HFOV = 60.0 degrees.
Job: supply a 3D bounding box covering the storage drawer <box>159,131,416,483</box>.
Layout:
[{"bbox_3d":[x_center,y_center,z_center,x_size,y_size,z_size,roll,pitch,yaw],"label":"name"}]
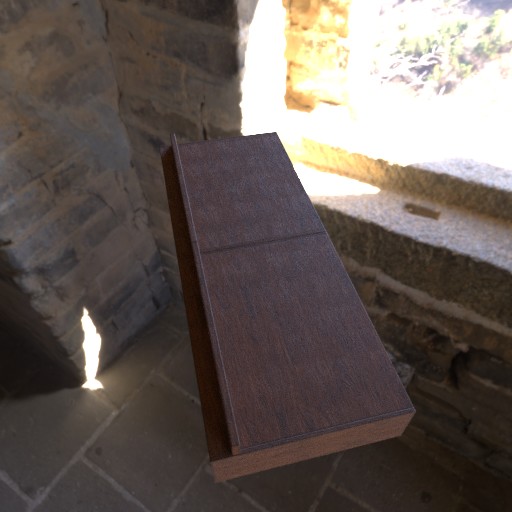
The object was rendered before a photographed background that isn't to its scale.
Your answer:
[{"bbox_3d":[0.000,0.000,2.239,0.774,0.339,1.914,-10,48,-9],"label":"storage drawer"}]
